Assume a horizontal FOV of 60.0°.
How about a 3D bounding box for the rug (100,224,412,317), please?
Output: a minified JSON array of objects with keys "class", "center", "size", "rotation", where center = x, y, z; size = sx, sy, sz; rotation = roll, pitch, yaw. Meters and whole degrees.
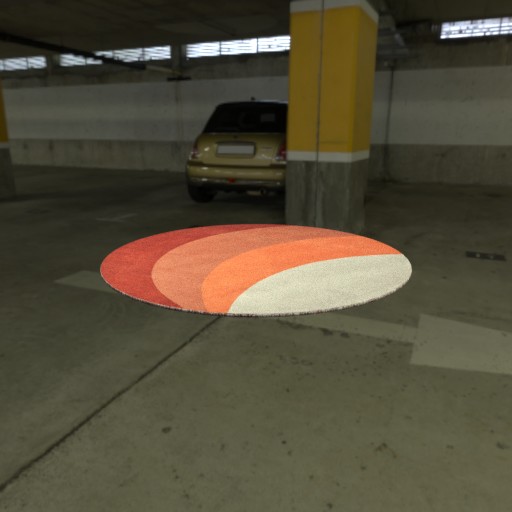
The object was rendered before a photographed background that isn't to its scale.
[{"class":"rug","center":[0.000,0.000,2.272],"size":[1.514,0.015,1.514],"rotation":[0,16,0]}]
